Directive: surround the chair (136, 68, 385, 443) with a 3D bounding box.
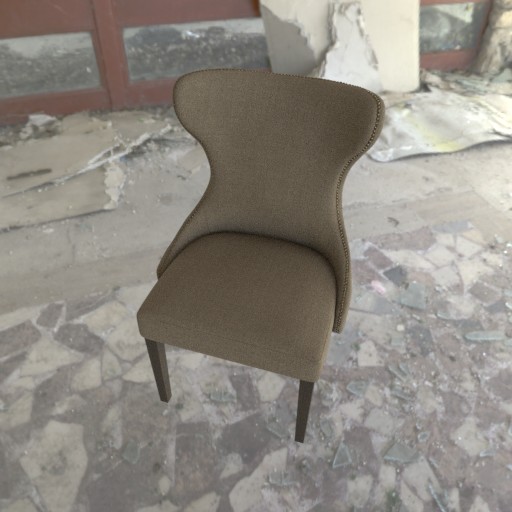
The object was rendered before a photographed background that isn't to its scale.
[{"bbox_3d":[0.000,0.000,1.404,0.628,0.967,0.635,12,42,13],"label":"chair"}]
